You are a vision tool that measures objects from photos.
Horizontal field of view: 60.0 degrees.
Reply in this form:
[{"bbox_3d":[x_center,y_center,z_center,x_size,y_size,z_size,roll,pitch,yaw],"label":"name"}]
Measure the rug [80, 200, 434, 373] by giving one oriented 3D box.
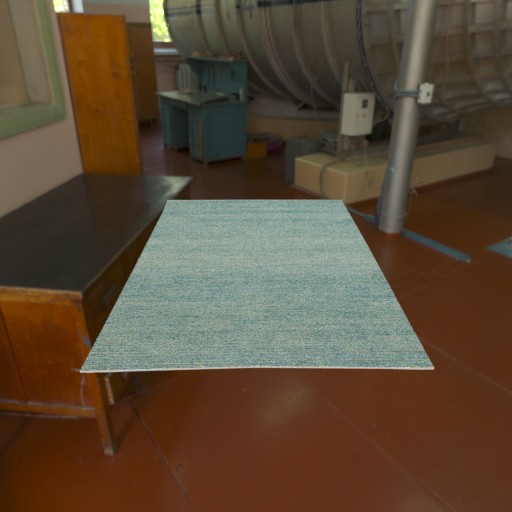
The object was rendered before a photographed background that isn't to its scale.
[{"bbox_3d":[0.000,0.000,3.010,1.593,0.029,2.305,0,26,0],"label":"rug"}]
